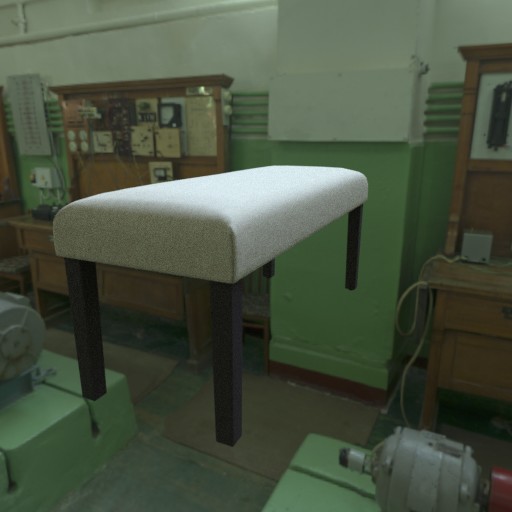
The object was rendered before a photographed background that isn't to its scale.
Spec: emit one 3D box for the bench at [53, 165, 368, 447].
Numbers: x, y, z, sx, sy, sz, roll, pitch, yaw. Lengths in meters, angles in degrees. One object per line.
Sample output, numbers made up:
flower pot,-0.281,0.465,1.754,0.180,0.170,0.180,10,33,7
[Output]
bench,0.000,0.000,1.262,0.407,0.456,1.013,7,17,25
